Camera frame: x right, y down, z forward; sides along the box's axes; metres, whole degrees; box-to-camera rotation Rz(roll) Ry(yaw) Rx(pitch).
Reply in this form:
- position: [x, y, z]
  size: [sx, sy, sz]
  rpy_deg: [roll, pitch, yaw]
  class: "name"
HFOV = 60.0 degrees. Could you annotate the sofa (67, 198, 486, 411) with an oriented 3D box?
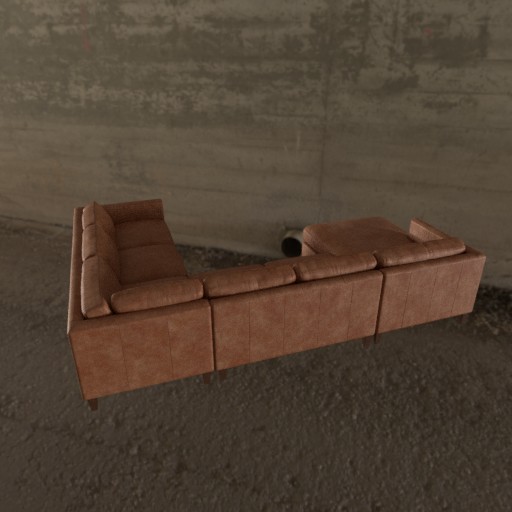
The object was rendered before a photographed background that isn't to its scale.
- position: [0.000, 0.000, 4.488]
  size: [3.401, 0.832, 2.430]
  rpy_deg: [-9, 28, -17]
  class: "sofa"
